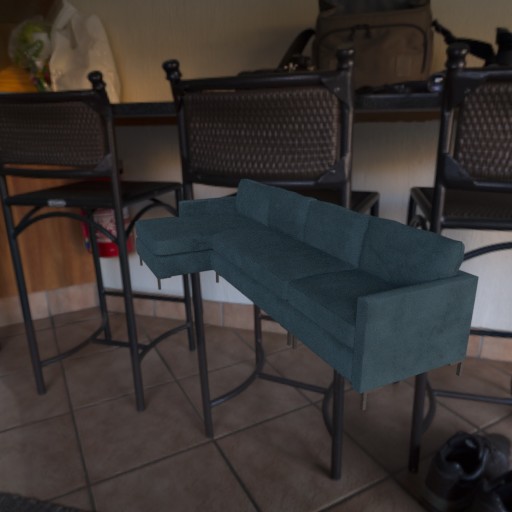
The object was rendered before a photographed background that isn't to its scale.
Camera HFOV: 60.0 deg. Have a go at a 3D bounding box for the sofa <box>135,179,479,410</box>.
[{"bbox_3d":[0.000,0.000,4.018,1.500,0.967,3.400,-9,20,-25],"label":"sofa"}]
